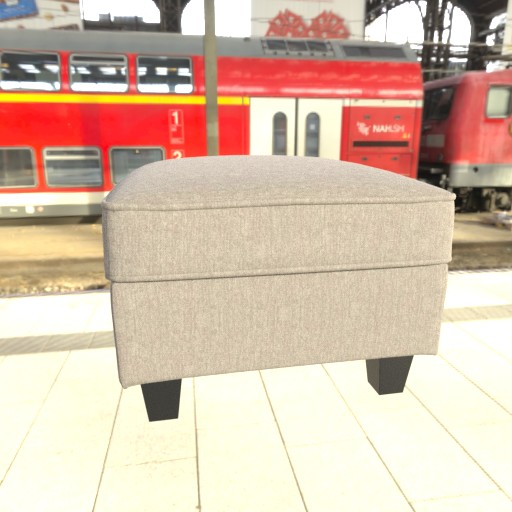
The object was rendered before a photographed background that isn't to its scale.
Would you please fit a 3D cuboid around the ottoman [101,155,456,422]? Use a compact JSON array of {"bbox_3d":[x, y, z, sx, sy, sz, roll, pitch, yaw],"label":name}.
[{"bbox_3d":[0.000,0.000,1.380,0.808,0.612,0.871,-3,15,-11],"label":"ottoman"}]
